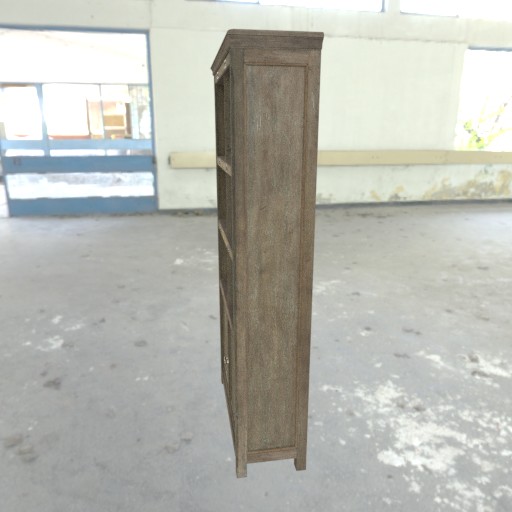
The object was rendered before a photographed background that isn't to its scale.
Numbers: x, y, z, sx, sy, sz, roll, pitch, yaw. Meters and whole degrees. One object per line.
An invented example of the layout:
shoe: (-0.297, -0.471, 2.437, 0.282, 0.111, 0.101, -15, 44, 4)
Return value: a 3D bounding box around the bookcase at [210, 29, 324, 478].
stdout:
bookcase: (0.000, 0.000, 2.219, 0.348, 1.880, 0.906, -3, 16, -9)
